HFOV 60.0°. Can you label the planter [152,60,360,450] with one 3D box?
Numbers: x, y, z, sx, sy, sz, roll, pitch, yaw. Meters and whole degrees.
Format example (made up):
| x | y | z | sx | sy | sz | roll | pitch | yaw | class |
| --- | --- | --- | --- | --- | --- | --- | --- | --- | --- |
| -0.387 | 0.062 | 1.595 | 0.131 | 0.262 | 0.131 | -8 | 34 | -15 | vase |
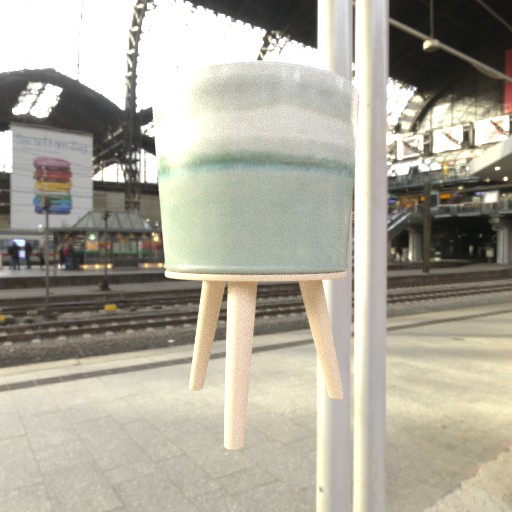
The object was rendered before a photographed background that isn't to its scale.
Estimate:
| x | y | z | sx | sy | sz | roll | pitch | yaw | class |
| --- | --- | --- | --- | --- | --- | --- | --- | --- | --- |
| 0.000 | 0.000 | 0.583 | 0.265 | 0.404 | 0.265 | 0 | 1 | -36 | planter |
